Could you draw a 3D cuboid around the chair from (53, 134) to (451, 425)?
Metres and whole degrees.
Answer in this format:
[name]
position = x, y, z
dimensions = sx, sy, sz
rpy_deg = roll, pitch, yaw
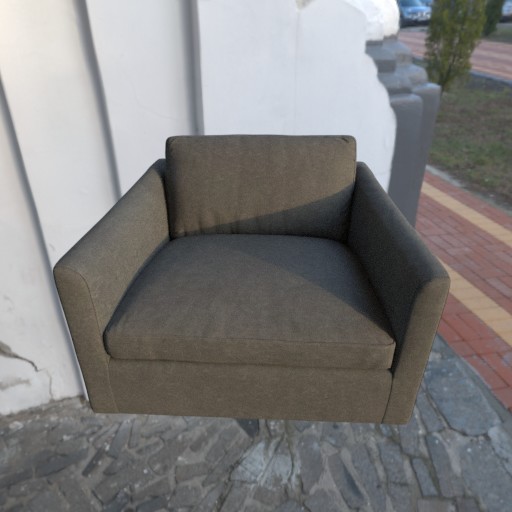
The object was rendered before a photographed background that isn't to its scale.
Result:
[chair]
position = 0.000, 0.000, 1.873
dimensions = 1.190, 0.845, 1.091
rpy_deg = 1, 31, 2
